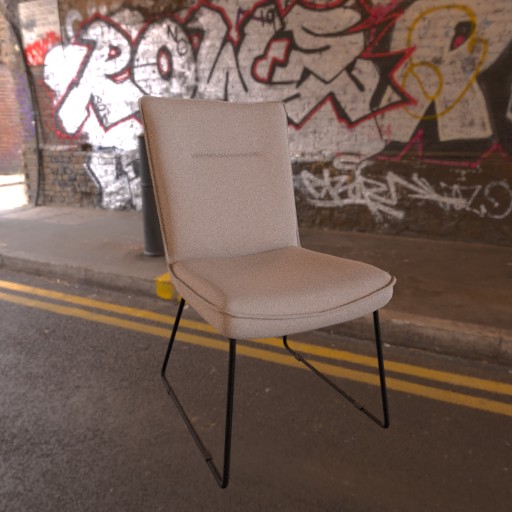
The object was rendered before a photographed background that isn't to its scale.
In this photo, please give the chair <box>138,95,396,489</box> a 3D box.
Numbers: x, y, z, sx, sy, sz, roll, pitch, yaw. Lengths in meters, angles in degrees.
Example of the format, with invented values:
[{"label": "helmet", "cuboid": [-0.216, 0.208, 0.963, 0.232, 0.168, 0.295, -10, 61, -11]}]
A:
[{"label": "chair", "cuboid": [0.000, 0.000, 1.317, 0.515, 0.930, 0.688, -7, 17, -25]}]
